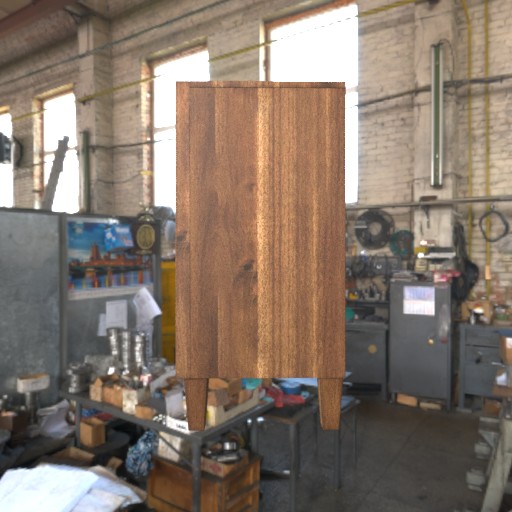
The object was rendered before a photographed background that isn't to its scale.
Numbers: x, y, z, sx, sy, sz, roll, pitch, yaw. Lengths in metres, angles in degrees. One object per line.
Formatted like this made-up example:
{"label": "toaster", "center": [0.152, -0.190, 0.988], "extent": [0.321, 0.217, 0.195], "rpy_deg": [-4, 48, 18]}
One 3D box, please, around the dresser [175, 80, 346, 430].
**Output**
{"label": "dresser", "center": [0.000, 0.000, 1.813], "extent": [0.438, 0.892, 1.387], "rpy_deg": [0, 0, -1]}
